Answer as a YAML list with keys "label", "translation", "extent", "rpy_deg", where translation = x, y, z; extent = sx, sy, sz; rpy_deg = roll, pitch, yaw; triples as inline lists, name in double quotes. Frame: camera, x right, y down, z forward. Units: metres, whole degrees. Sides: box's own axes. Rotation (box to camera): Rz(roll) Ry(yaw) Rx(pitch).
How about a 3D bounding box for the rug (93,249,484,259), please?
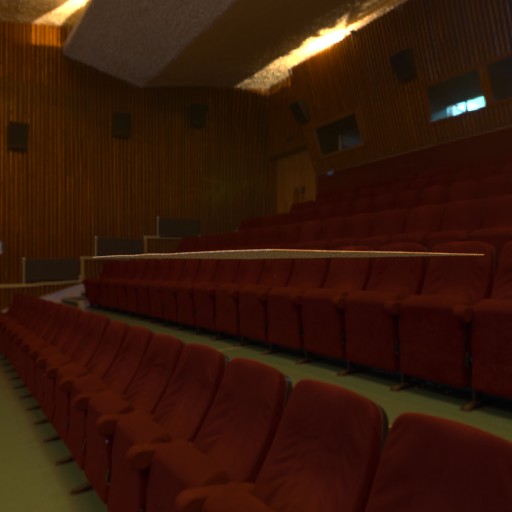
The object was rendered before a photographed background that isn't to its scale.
- label: "rug"
  translation: [0.000, 0.000, 2.246]
  extent: [1.146, 0.010, 1.745]
  rpy_deg: [1, -1, -36]
